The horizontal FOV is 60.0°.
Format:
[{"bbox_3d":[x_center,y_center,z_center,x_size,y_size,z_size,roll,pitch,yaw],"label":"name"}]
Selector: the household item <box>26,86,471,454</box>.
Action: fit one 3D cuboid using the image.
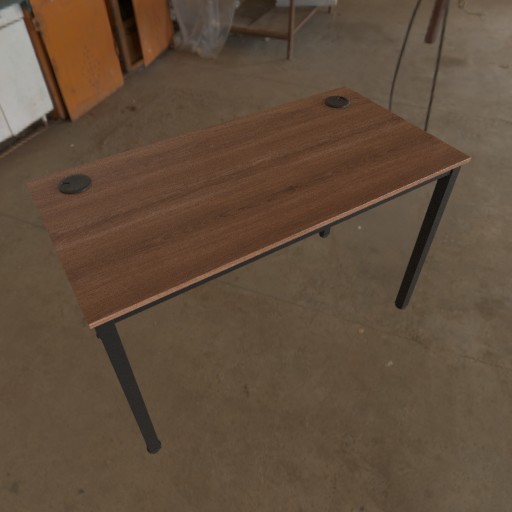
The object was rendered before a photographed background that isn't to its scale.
[{"bbox_3d":[0.000,0.000,1.590,1.200,0.750,0.600,-24,50,-22],"label":"household item"}]
